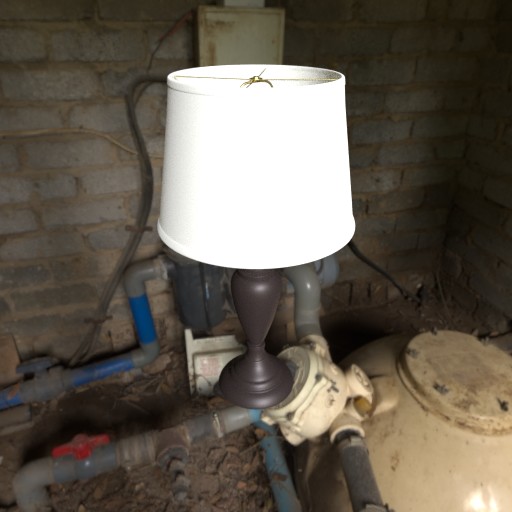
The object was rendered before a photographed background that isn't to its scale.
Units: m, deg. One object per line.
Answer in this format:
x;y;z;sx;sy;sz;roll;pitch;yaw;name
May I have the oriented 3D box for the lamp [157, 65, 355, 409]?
0.000;0.000;0.800;0.335;0.611;0.335;0;29;0;lamp
